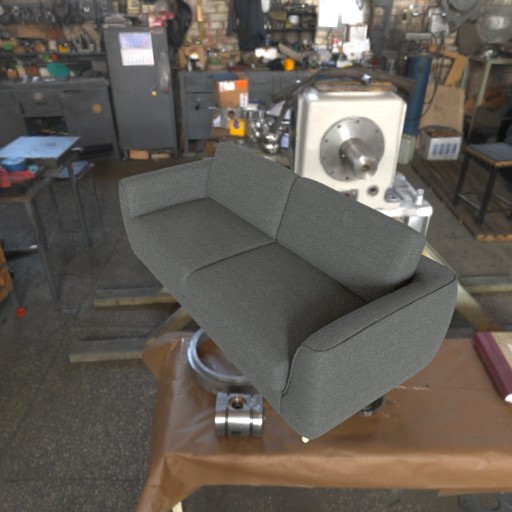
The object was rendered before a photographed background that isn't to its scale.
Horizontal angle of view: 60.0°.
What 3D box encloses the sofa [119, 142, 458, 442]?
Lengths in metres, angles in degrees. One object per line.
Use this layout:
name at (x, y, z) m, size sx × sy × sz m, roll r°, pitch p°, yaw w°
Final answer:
sofa at (0.000, 0.000, 2.481) m, size 0.920 × 0.850 × 2.000 m, roll -20°, pitch 36°, yaw -29°
